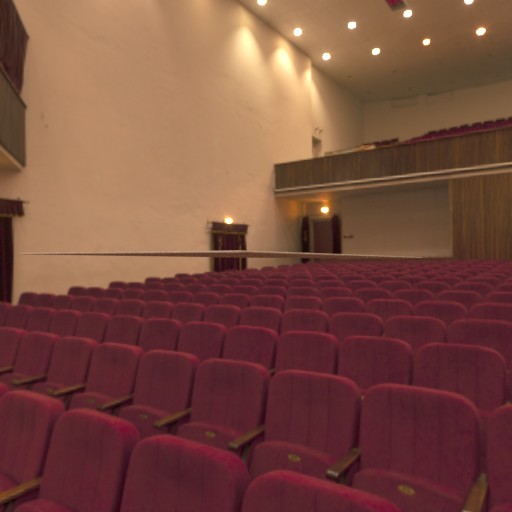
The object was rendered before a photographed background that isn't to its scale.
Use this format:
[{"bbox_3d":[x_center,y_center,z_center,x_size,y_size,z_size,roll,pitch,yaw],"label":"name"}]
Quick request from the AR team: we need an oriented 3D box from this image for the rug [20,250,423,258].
[{"bbox_3d":[0.000,0.000,2.198,1.141,0.015,1.749,-1,-1,35],"label":"rug"}]
